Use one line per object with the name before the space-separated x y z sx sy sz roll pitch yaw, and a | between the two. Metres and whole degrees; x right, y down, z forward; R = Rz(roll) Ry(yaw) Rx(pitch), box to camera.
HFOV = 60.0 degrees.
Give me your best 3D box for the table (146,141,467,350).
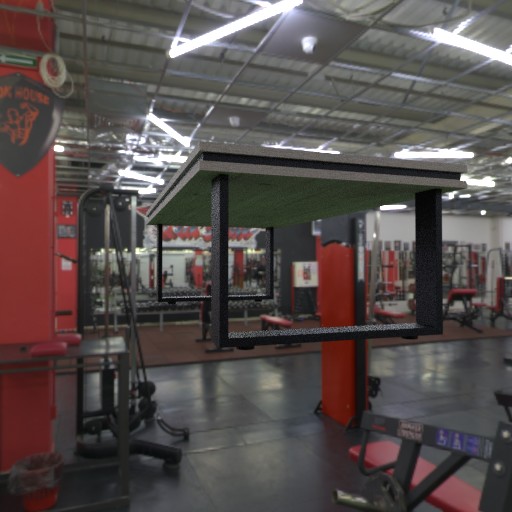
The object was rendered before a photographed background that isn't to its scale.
table | 0.000 0.000 1.670 0.700 0.450 1.350 0 -1 -18
